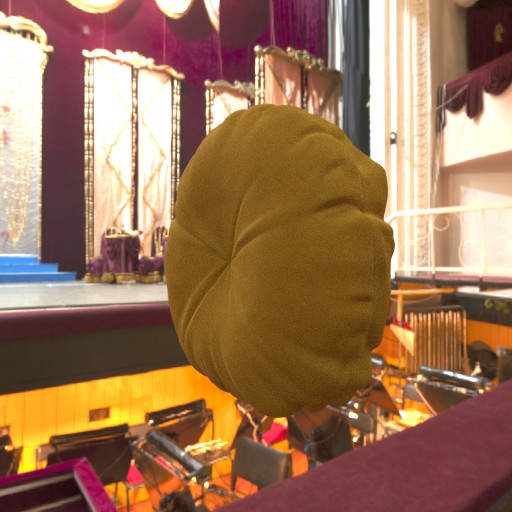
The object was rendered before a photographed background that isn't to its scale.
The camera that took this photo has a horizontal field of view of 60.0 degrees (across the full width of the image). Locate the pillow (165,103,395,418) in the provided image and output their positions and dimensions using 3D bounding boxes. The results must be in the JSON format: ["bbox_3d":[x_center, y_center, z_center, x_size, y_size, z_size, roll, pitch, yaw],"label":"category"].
[{"bbox_3d":[0.000,0.000,0.623,0.148,0.407,0.428,0,0,-37],"label":"pillow"}]
